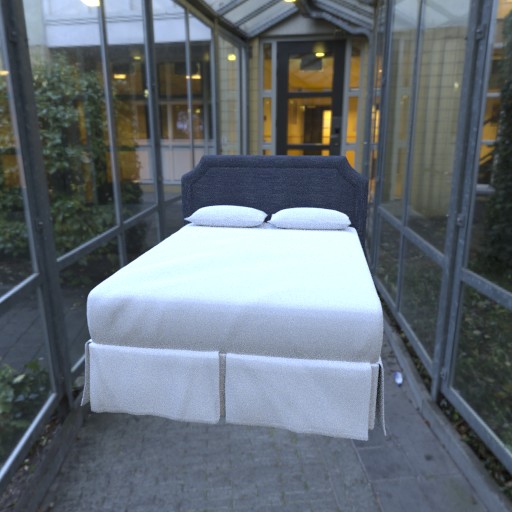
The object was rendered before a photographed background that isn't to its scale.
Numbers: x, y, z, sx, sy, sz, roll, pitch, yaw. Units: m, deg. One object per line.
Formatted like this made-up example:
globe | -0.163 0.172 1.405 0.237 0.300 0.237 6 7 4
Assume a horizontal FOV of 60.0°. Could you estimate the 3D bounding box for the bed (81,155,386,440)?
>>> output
bed | 0.000 0.000 3.117 1.693 1.290 2.116 2 16 8
